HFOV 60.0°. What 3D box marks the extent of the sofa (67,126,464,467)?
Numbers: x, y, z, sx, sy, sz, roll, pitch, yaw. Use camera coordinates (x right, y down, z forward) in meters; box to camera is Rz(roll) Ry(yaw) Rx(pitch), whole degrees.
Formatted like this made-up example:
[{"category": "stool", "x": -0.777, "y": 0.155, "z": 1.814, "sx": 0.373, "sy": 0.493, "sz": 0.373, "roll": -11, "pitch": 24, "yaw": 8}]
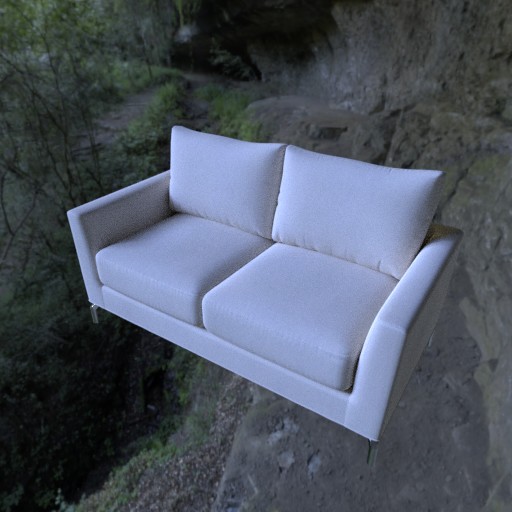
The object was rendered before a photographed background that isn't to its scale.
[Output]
[{"category": "sofa", "x": 0.000, "y": 0.000, "z": 2.239, "sx": 1.739, "sy": 0.995, "sz": 0.906, "roll": 18, "pitch": 34, "yaw": 29}]
